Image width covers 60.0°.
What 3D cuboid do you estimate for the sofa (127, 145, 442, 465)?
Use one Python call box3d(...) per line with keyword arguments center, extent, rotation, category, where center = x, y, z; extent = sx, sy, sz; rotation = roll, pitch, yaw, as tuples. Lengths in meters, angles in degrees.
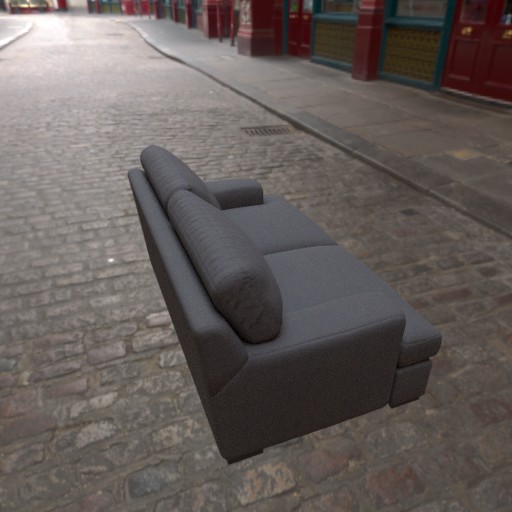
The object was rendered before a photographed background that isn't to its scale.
box3d(center=(0.000, 0.000, 2.534), extent=(1.143, 0.940, 1.880), rotation=(-11, 31, -18), category="sofa")
